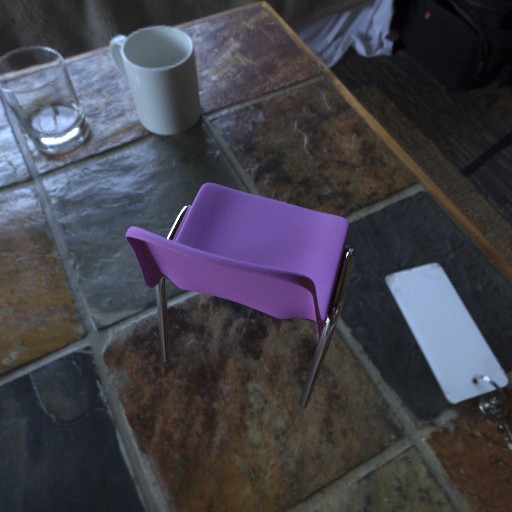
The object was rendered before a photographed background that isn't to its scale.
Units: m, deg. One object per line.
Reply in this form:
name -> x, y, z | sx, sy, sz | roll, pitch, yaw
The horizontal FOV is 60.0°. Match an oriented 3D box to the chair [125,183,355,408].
chair -> 0.000, 0.000, 0.687 | 0.291, 0.493, 0.301 | 16, 63, 8
